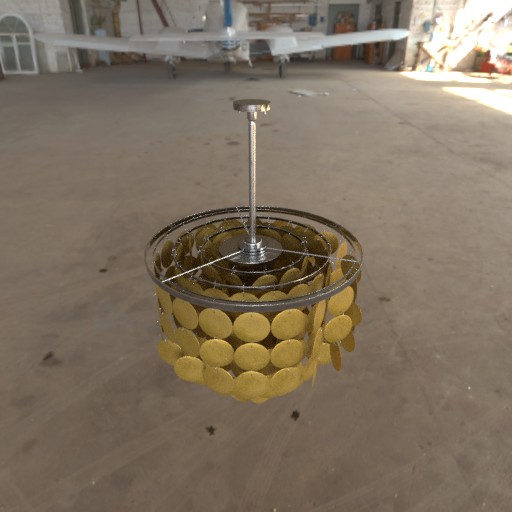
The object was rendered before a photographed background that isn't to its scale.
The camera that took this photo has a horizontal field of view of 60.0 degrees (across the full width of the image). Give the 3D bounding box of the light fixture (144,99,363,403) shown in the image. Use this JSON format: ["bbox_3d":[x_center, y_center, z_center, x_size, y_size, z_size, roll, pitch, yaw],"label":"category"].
[{"bbox_3d":[0.000,0.000,0.741,0.368,0.492,0.368,0,28,0],"label":"light fixture"}]
